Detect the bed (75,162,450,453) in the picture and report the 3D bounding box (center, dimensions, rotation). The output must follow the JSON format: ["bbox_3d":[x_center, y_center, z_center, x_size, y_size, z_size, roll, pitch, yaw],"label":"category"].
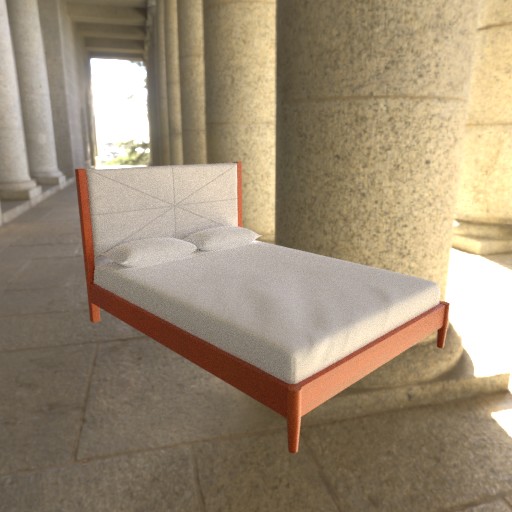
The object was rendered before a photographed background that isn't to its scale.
[{"bbox_3d":[0.000,0.000,3.085,1.566,1.165,2.117,-14,20,-42],"label":"bed"}]
